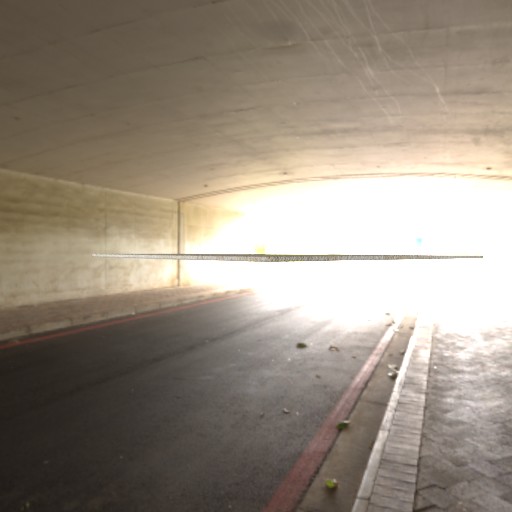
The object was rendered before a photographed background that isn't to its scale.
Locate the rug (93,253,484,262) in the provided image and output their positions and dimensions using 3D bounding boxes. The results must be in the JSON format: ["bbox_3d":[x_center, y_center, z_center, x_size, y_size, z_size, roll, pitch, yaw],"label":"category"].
[{"bbox_3d":[0.000,0.000,3.477,1.798,0.025,2.698,0,1,-35],"label":"rug"}]
